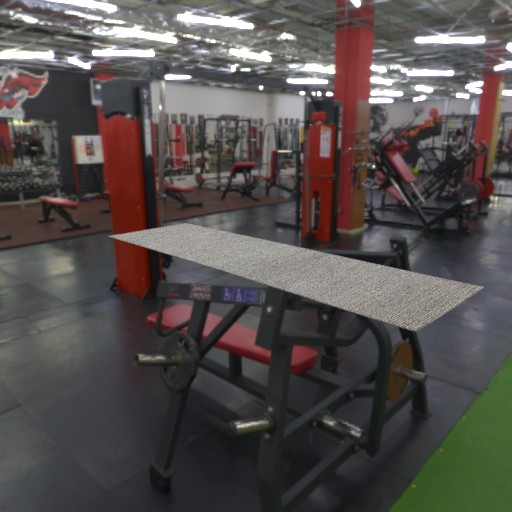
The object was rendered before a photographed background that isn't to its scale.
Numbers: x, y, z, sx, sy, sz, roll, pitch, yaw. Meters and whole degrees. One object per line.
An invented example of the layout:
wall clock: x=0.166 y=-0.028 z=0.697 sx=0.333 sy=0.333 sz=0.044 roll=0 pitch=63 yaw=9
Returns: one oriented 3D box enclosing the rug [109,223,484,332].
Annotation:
rug: x=0.000 y=0.000 z=2.632 sx=2.335 sy=0.013 sz=0.697 roll=14 pitch=20 yaw=43
